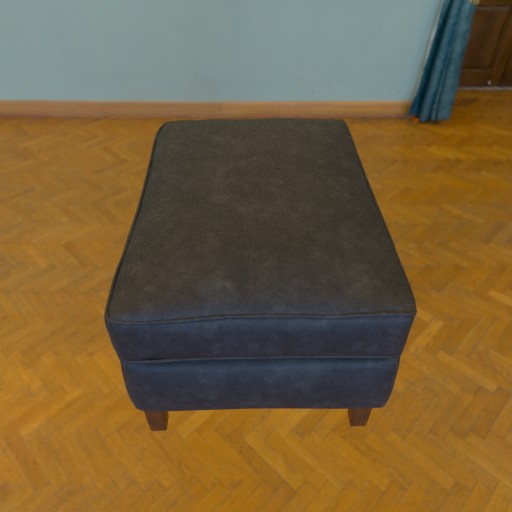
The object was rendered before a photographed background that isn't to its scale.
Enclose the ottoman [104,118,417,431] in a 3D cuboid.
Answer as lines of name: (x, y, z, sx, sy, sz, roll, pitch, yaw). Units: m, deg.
ottoman: (0.000, 0.000, 0.986, 0.501, 0.413, 0.665, -1, 42, -1)
